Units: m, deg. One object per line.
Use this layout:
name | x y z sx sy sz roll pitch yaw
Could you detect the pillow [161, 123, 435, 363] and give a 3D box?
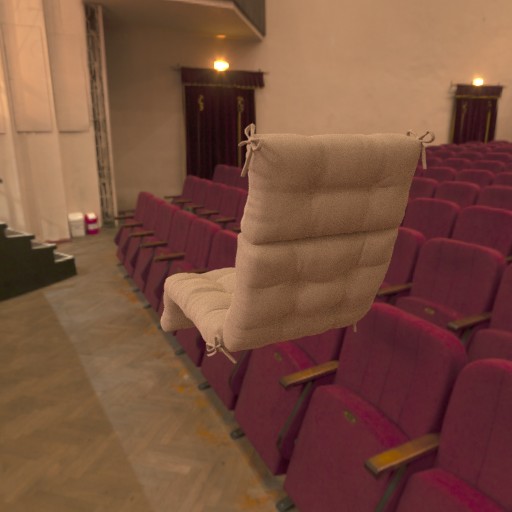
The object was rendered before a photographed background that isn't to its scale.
pillow | 0.000 0.000 1.538 0.526 0.863 1.016 -7 17 -25
